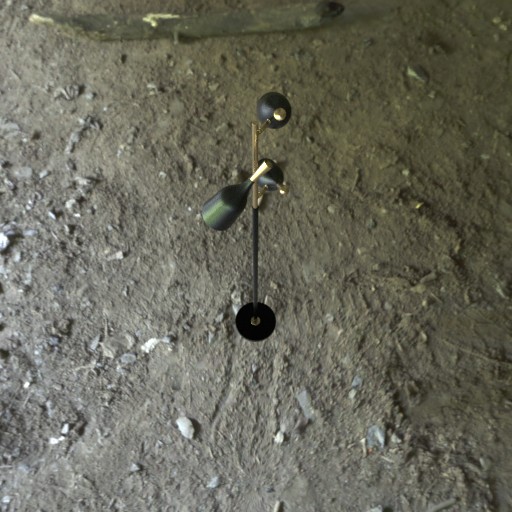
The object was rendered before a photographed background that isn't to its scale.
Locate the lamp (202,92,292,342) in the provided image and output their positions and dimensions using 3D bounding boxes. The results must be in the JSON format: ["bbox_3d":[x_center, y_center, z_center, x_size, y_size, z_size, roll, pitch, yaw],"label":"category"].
[{"bbox_3d":[0.000,0.000,1.956,0.253,1.778,0.434,32,67,15],"label":"lamp"}]
